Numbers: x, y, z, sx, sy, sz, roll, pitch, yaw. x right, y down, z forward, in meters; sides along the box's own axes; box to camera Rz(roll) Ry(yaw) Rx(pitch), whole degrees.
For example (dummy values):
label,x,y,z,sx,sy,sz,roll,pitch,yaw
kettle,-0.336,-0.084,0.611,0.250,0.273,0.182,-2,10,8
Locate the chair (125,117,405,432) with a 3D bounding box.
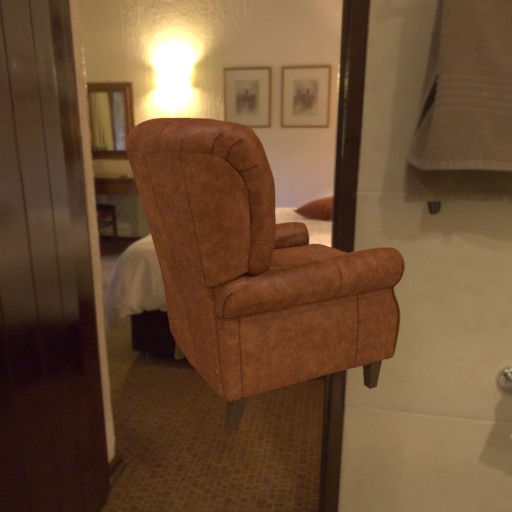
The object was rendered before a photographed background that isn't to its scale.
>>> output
label,x,y,z,sx,sy,sz,roll,pitch,yaw
chair,0.000,0.000,1.987,1.059,1.164,0.951,-7,16,-26
